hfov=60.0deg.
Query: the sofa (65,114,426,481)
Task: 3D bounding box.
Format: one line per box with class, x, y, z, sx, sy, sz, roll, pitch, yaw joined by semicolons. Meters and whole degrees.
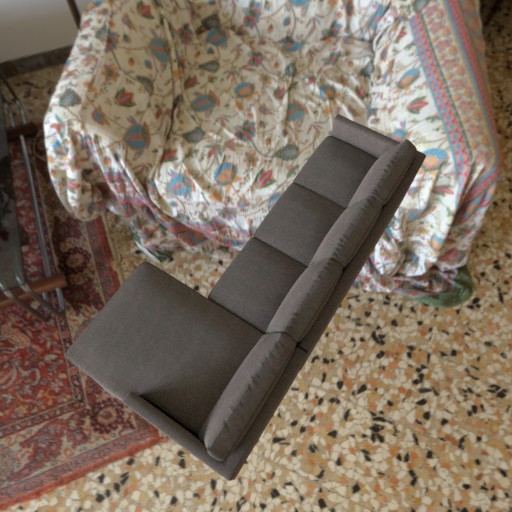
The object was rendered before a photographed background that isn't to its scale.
sofa;0.000;0.000;3.886;1.650;0.922;3.205;30;68;14
